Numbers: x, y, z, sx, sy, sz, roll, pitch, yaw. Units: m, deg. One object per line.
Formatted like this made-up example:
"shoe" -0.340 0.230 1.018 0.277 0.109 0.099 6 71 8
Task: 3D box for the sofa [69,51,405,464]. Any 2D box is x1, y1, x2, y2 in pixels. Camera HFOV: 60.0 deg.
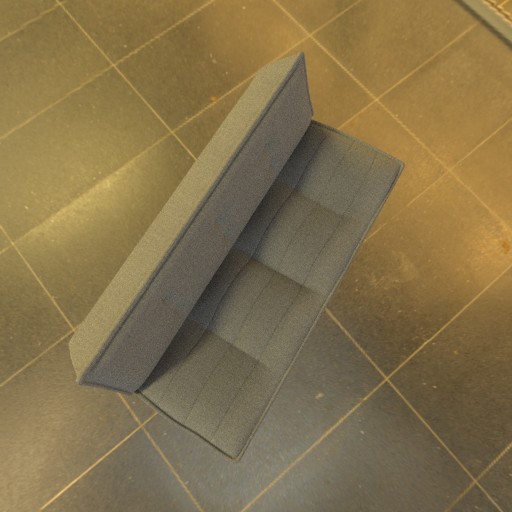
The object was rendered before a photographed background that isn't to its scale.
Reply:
"sofa" 0.000 0.000 2.452 0.950 0.890 1.940 30 76 8
